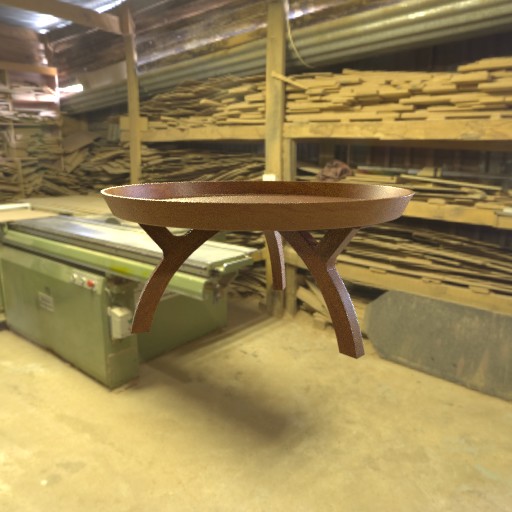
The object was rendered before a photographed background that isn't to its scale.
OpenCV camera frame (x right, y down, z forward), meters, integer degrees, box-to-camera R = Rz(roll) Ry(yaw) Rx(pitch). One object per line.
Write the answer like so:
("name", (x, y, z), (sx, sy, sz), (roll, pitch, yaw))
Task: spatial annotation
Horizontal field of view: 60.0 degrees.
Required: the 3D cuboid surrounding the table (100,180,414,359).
("table", (0.000, 0.000, 1.550), (1.016, 0.470, 1.016), (0, 13, 0))
